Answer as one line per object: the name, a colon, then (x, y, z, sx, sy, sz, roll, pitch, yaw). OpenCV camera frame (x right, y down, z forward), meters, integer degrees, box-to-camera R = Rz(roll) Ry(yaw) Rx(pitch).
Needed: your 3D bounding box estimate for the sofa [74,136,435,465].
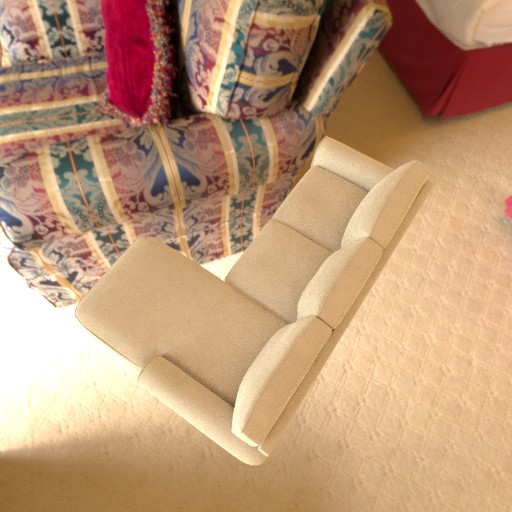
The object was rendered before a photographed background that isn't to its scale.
sofa: (0.000, 0.000, 2.437, 1.226, 0.734, 1.770, 32, 68, 14)
